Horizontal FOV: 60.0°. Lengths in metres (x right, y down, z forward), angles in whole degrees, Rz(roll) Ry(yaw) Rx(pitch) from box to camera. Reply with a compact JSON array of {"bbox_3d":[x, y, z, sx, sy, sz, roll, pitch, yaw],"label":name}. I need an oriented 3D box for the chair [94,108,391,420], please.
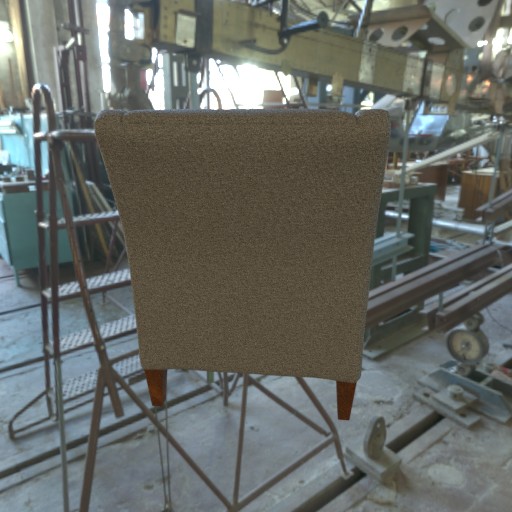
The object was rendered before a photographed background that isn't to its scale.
[{"bbox_3d":[0.000,0.000,1.636,0.774,1.016,0.870,2,17,6],"label":"chair"}]
